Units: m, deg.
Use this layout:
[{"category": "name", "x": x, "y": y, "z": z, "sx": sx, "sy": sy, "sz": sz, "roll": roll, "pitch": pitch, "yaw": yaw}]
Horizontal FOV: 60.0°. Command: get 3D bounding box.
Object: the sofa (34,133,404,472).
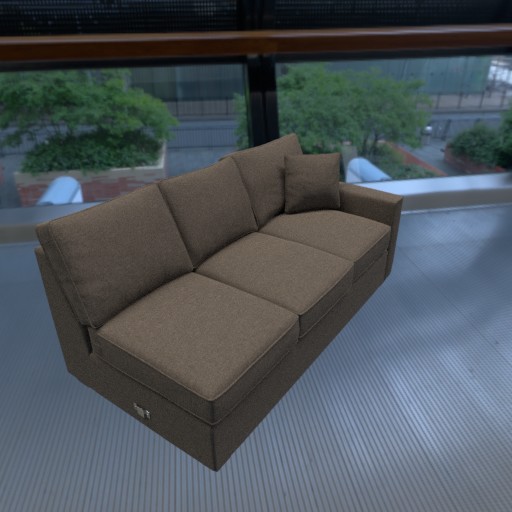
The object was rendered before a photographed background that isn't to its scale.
[{"category": "sofa", "x": 0.000, "y": 0.000, "z": 2.500, "sx": 1.034, "sy": 0.946, "sz": 1.963, "roll": 19, "pitch": 33, "yaw": 31}]
